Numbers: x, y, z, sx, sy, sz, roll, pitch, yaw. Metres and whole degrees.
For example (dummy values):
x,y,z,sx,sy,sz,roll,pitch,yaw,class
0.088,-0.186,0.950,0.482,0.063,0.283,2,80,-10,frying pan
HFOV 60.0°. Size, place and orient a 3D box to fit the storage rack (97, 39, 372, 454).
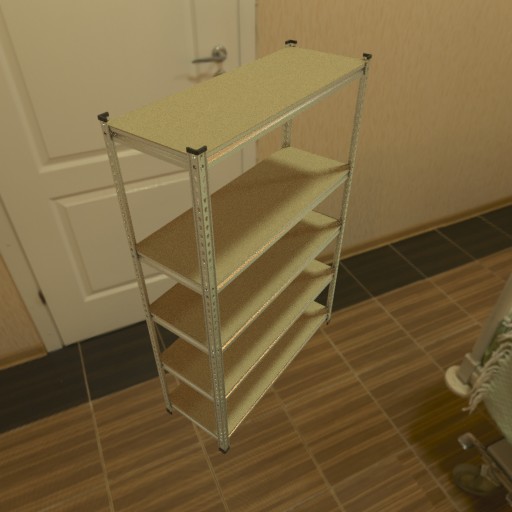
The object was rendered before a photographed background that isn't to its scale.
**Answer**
x,y,z,sx,sy,sz,roll,pitch,yaw,class
0.000,0.000,2.361,0.457,1.829,1.219,25,46,27,storage rack
